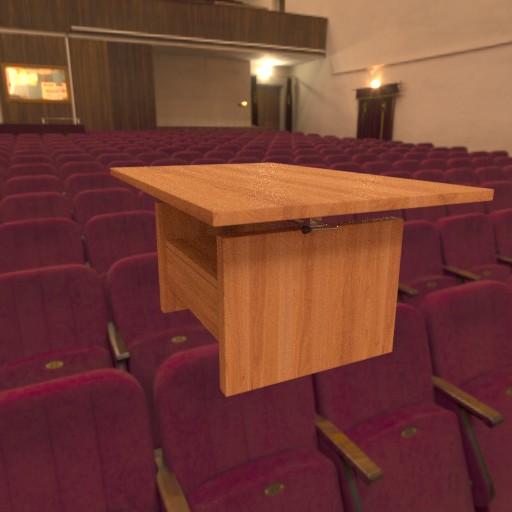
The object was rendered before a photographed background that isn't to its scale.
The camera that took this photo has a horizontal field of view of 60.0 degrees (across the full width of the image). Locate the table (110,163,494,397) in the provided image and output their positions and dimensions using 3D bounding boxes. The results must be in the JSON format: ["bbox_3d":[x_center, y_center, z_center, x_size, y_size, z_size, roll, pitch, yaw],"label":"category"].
[{"bbox_3d":[0.000,0.000,1.430,0.700,0.510,1.100,-7,17,-25],"label":"table"}]
